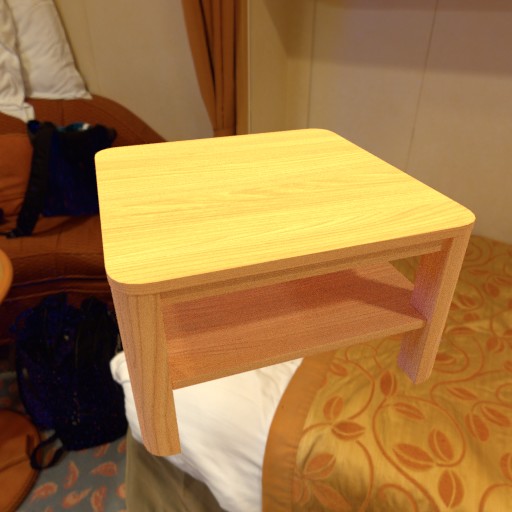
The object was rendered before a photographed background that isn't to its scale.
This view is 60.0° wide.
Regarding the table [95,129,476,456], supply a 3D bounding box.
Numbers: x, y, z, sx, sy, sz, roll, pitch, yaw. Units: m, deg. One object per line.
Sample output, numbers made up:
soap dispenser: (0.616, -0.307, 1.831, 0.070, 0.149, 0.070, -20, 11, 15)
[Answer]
table: (0.000, 0.000, 1.220, 0.750, 0.450, 0.750, -10, 33, -16)
